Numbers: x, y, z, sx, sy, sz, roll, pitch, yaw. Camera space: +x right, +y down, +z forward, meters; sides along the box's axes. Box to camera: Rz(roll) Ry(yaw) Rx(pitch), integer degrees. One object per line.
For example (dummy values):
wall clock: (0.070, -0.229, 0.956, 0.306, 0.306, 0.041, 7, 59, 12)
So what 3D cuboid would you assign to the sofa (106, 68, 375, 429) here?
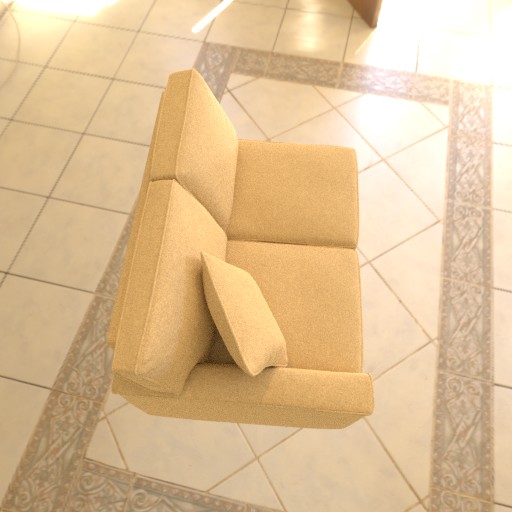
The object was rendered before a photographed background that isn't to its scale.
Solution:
sofa: (0.000, 0.000, 2.064, 0.991, 0.989, 1.388, 3, 63, 2)
